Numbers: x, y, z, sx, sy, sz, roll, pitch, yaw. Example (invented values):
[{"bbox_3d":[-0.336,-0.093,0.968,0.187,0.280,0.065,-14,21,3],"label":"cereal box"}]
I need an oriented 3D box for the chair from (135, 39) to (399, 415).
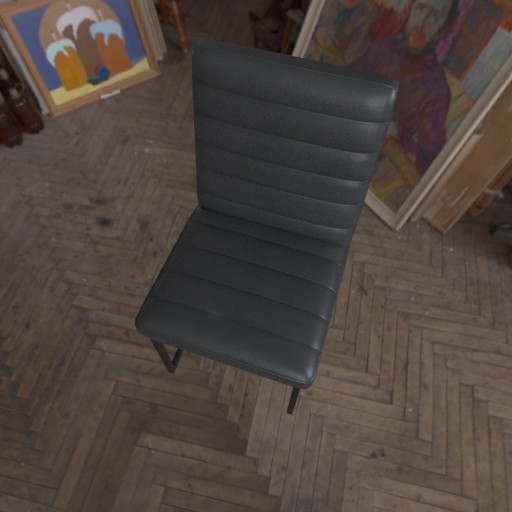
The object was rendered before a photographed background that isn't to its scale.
[{"bbox_3d":[0.000,0.000,1.312,0.520,0.930,0.634,16,60,10],"label":"chair"}]
